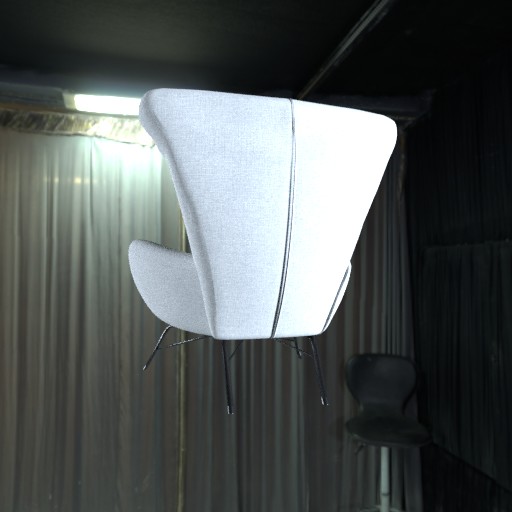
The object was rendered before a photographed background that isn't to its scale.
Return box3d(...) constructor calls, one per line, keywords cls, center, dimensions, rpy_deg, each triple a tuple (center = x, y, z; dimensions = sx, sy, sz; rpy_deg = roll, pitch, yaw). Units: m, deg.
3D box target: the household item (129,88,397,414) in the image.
box3d(cls="household item", center=(0.000, 0.000, 1.811), dimensions=(0.980, 1.050, 0.900), rpy_deg=(1, -2, -18))
